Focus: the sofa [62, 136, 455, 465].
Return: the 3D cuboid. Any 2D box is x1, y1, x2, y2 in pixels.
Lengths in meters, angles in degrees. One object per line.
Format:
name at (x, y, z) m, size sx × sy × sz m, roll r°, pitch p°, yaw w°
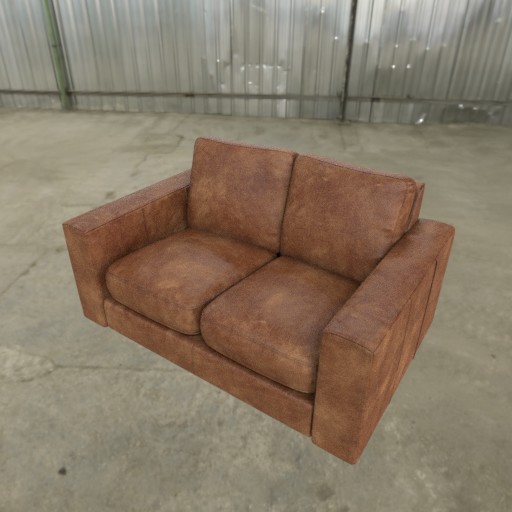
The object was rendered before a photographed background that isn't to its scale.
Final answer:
sofa at (0.000, 0.000, 2.223) m, size 1.626 × 0.889 × 1.041 m, roll 19°, pitch 36°, yaw 29°
